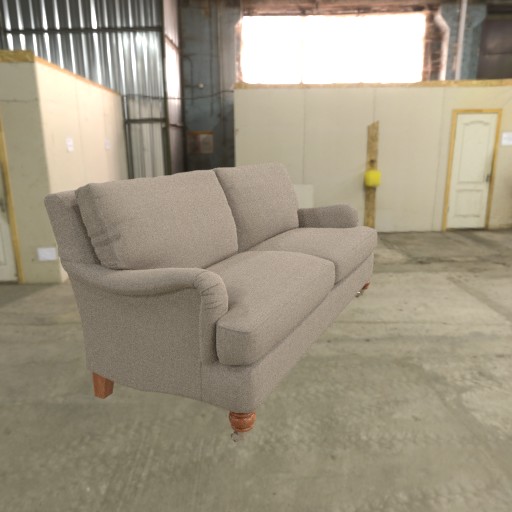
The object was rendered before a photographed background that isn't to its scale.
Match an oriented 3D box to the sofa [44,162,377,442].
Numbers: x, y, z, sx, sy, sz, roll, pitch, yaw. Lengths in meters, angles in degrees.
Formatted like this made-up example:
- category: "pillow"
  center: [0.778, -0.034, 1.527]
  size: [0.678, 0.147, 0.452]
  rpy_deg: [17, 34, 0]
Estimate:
- category: "sofa"
  center: [0.000, 0.000, 2.749]
  size: [1.087, 1.054, 2.160]
  rpy_deg: [7, 17, 26]
